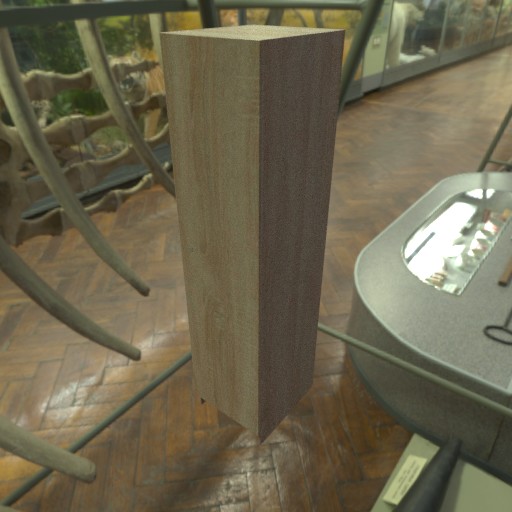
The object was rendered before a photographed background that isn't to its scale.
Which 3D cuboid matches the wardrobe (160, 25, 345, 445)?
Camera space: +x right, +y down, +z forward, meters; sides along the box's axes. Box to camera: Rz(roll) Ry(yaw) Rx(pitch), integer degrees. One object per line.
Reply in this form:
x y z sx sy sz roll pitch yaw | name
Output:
0.000 0.000 2.334 0.496 2.117 0.588 22 37 32 | wardrobe
